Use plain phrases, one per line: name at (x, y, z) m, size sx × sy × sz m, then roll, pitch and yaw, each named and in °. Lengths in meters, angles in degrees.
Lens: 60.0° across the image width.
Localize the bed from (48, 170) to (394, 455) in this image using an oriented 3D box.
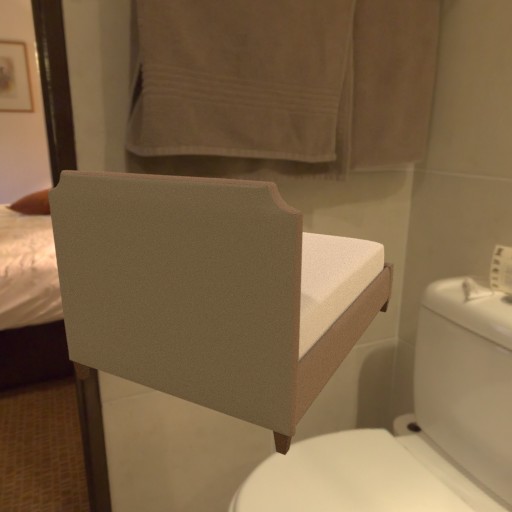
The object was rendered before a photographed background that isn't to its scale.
bed at (0.000, 0.000, 3.497) m, size 1.713 × 1.443 × 2.372 m, roll 8°, pitch 18°, yaw 28°
